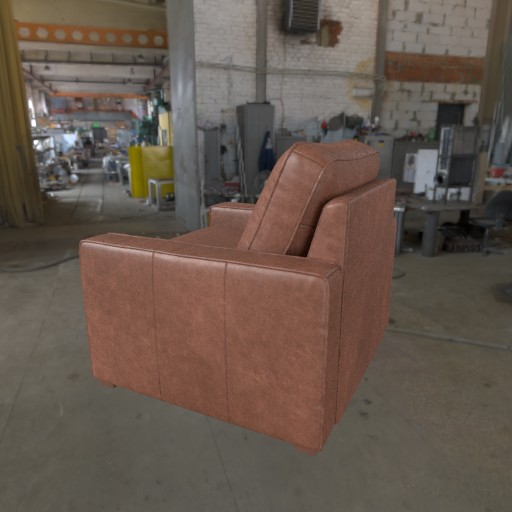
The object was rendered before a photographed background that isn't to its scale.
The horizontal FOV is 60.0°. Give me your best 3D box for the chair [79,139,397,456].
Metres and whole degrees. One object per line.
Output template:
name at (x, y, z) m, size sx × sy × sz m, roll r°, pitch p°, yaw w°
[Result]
chair at (0.000, 0.000, 1.804) m, size 0.940 × 0.919 × 1.017 m, roll 8°, pitch 17°, yaw 26°
